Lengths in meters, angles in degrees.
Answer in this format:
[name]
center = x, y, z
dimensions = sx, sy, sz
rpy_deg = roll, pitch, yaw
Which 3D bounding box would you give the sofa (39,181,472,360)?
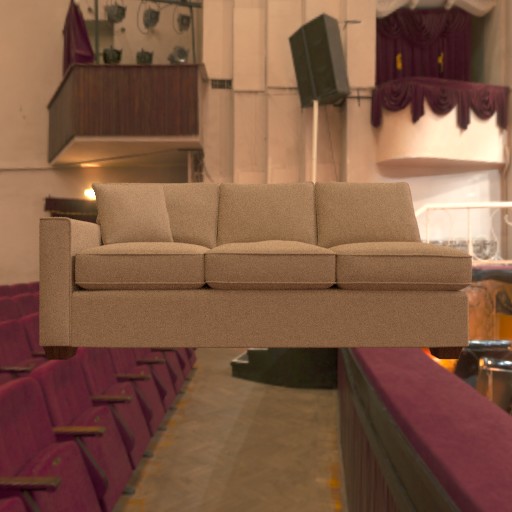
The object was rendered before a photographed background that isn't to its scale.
[sofa]
center = 0.000, 0.000, 2.467
dimensions = 1.962, 0.946, 1.034
rpy_deg = 0, 0, 0
